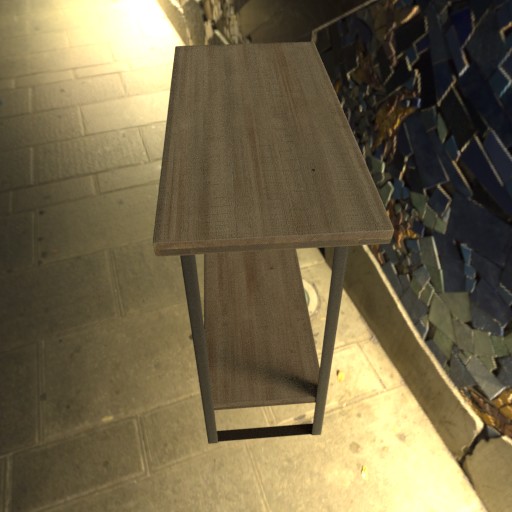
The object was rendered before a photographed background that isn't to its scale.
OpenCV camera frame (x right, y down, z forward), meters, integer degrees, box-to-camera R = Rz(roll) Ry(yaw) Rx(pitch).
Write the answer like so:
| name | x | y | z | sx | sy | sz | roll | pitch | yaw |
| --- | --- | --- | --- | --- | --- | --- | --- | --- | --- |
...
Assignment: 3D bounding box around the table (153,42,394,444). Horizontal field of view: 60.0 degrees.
| name | x | y | z | sx | sy | sz | roll | pitch | yaw |
| --- | --- | --- | --- | --- | --- | --- | --- | --- | --- |
| table | 0.000 | 0.000 | 1.004 | 0.300 | 0.701 | 0.599 | -3 | 47 | -3 |
